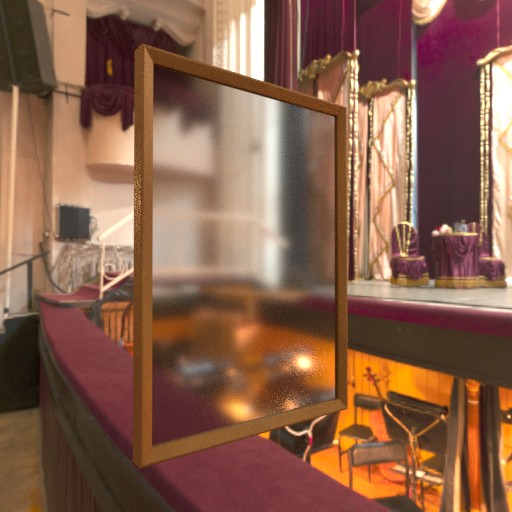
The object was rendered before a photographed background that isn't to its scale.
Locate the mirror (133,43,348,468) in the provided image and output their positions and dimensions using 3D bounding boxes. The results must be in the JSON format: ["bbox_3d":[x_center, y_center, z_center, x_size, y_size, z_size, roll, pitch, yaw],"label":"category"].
[{"bbox_3d":[0.000,0.000,0.907,0.507,0.710,0.039,1,-1,-37],"label":"mirror"}]
